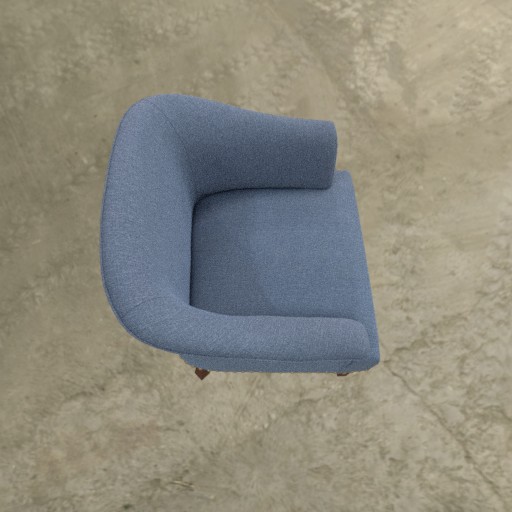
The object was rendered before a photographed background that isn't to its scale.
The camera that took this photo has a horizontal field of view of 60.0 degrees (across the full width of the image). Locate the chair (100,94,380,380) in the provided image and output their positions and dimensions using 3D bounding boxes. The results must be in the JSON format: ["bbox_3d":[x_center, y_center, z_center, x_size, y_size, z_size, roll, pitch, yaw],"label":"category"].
[{"bbox_3d":[0.000,0.000,1.393,0.704,0.815,0.772,-2,64,-1],"label":"chair"}]
